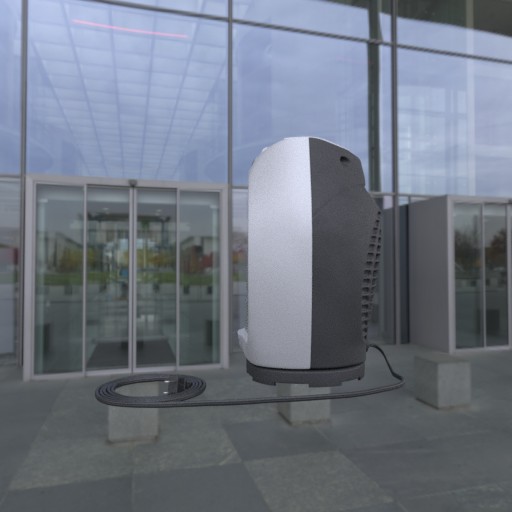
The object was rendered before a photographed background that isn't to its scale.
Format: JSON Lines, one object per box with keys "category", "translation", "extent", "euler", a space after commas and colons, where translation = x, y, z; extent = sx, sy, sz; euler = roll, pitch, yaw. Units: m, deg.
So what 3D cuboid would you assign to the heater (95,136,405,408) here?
{"category": "heater", "translation": [0.000, 0.000, 0.479], "extent": [0.291, 0.255, 0.239], "euler": [0, -1, -1]}
